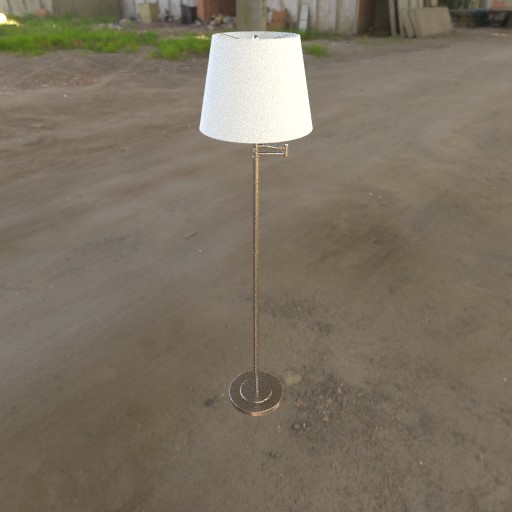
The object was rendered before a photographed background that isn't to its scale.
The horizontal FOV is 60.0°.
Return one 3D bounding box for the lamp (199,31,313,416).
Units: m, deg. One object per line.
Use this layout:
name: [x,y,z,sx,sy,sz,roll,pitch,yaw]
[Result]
lamp: [0.000,0.000,1.646,0.355,1.473,0.355,0,31,0]
